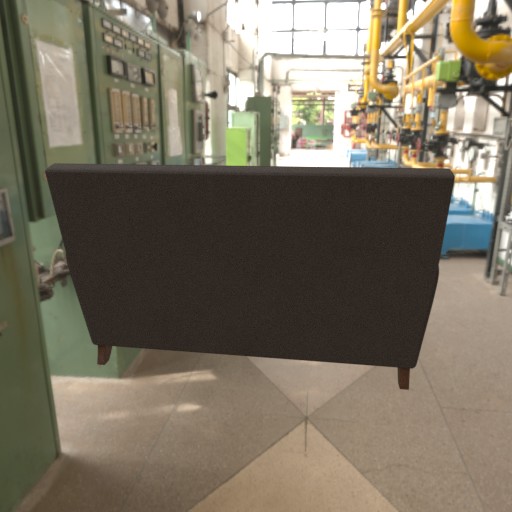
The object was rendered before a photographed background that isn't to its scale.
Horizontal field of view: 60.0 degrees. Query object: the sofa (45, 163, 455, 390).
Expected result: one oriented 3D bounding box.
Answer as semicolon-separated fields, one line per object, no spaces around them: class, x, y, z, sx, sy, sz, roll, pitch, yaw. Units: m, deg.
sofa;0.000;0.000;1.954;1.420;0.846;0.871;2;16;8
